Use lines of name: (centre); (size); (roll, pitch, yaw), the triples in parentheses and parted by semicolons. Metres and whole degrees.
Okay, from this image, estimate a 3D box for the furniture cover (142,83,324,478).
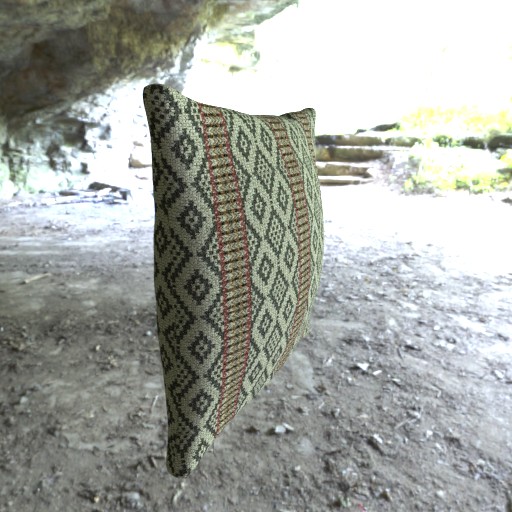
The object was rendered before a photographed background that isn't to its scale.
furniture cover: (0.000, 0.000, 0.751); (0.182, 0.506, 0.503); (8, 18, 25)
